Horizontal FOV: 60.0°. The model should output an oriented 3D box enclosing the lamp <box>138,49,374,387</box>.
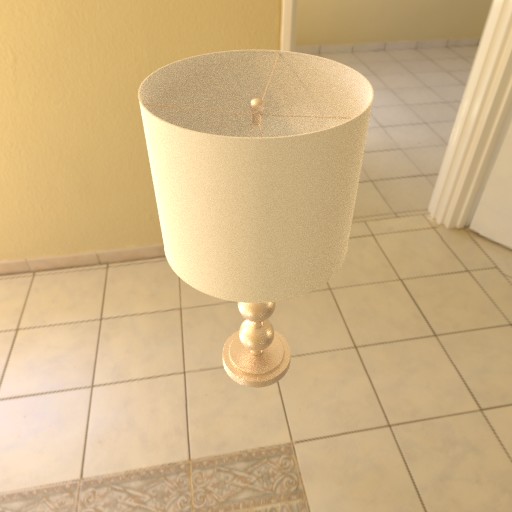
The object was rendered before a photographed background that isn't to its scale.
[{"bbox_3d":[0.000,0.000,0.702,0.277,0.538,0.277,-13,43,-14],"label":"lamp"}]
